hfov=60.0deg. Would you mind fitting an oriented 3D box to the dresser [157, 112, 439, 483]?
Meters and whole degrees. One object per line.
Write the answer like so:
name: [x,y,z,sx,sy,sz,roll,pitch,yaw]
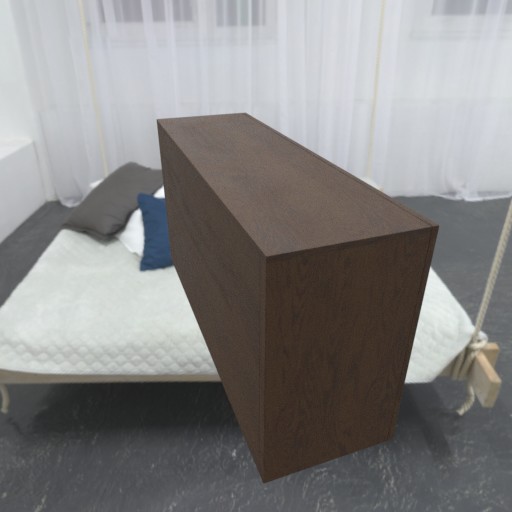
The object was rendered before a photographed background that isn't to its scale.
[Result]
dresser: [0.000,0.000,1.909,0.512,0.889,1.523,-10,31,-18]
